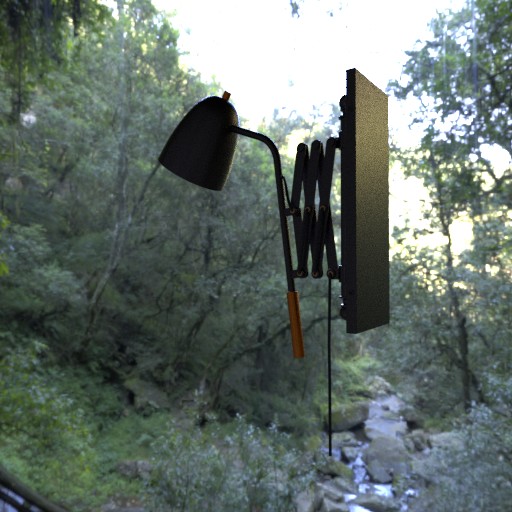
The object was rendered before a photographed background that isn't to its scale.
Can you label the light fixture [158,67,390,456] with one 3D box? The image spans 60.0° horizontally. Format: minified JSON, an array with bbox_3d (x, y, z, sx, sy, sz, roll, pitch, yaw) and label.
[{"bbox_3d":[0.000,0.000,0.904,0.499,0.715,0.162,-1,-1,36],"label":"light fixture"}]
